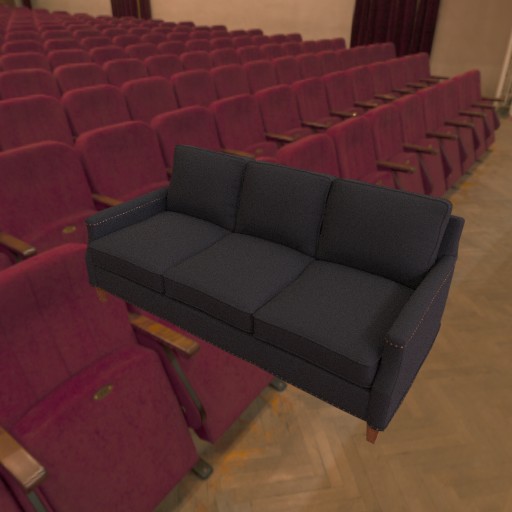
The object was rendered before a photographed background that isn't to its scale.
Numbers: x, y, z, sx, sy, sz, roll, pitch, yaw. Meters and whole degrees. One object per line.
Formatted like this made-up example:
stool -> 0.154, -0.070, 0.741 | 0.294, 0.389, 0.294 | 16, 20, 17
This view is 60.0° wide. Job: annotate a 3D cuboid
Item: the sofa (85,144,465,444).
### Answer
sofa -> 0.000, 0.000, 2.852 | 2.246, 1.003, 1.084 | 19, 34, 31
